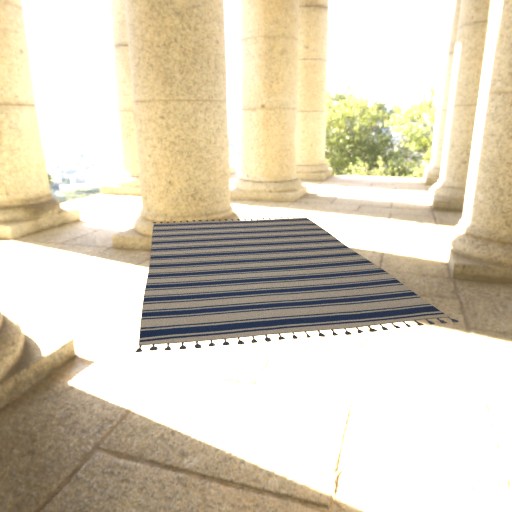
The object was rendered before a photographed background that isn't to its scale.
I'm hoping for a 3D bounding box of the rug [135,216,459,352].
[{"bbox_3d":[0.000,0.000,2.613,1.248,0.009,2.108,-3,17,-10],"label":"rug"}]
